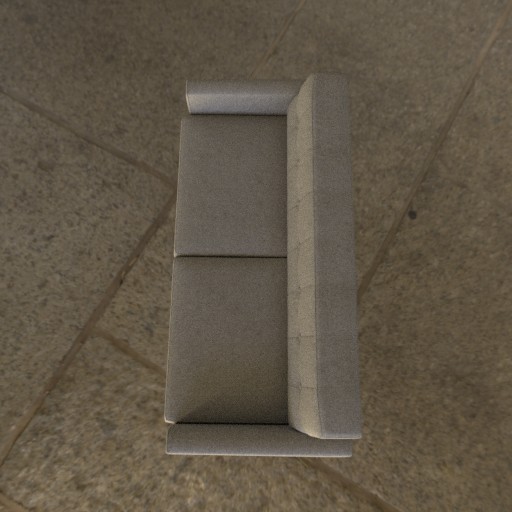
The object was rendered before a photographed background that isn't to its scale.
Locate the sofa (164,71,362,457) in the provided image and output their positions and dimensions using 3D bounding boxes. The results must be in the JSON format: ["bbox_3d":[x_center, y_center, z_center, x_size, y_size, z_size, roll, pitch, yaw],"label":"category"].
[{"bbox_3d":[0.000,0.000,2.517,0.968,0.873,2.055,1,77,0],"label":"sofa"}]
